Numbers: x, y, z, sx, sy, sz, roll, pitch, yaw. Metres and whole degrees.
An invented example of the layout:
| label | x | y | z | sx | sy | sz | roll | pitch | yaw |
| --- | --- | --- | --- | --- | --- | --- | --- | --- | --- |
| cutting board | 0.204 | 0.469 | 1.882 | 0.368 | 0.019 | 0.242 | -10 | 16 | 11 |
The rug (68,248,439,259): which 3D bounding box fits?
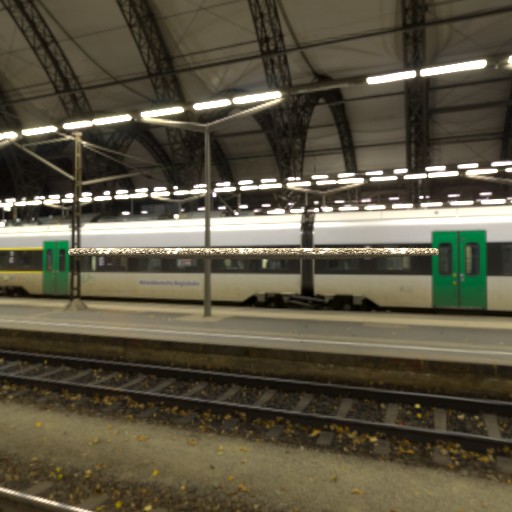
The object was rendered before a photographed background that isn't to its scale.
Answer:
| label | x | y | z | sx | sy | sz | roll | pitch | yaw |
| --- | --- | --- | --- | --- | --- | --- | --- | --- | --- |
| rug | 0.000 | 0.000 | 3.023 | 1.524 | 0.030 | 2.438 | 0 | -1 | 1 |
